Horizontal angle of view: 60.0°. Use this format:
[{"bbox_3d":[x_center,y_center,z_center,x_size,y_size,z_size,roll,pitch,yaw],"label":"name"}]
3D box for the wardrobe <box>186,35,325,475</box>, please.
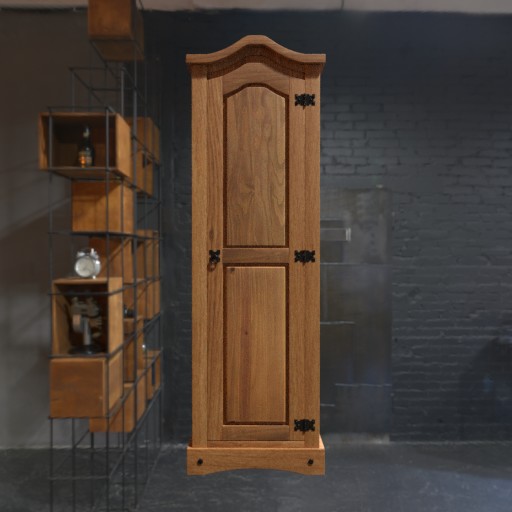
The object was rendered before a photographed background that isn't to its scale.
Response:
[{"bbox_3d":[0.000,0.000,2.167,0.590,1.870,0.570,0,1,0],"label":"wardrobe"}]
